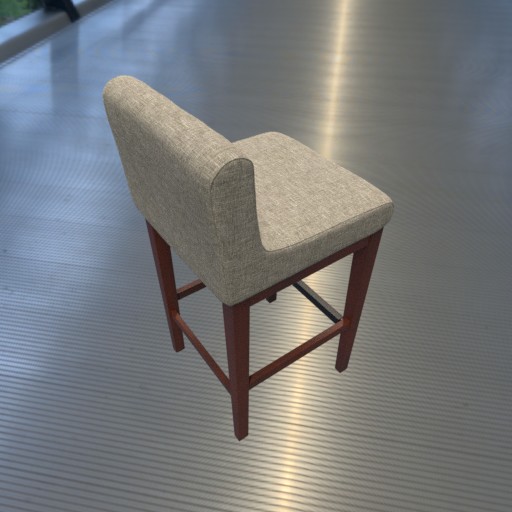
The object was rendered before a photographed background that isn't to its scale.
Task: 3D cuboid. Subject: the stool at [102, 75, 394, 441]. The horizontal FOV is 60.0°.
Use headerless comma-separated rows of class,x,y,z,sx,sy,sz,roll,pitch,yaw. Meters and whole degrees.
stool,0.000,0.000,1.083,0.459,0.835,0.417,-25,47,-26
